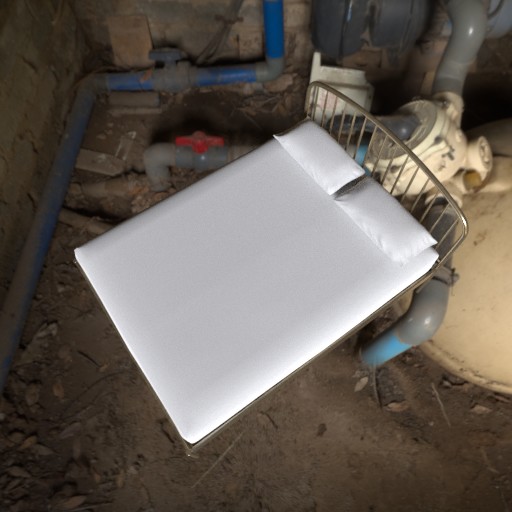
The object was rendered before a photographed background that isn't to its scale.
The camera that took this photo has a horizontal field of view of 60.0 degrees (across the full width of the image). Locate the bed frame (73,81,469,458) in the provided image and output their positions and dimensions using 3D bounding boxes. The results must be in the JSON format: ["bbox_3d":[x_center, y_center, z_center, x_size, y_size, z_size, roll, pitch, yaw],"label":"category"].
[{"bbox_3d":[0.000,0.000,3.116,2.152,1.175,1.612,-32,68,-15],"label":"bed frame"}]
